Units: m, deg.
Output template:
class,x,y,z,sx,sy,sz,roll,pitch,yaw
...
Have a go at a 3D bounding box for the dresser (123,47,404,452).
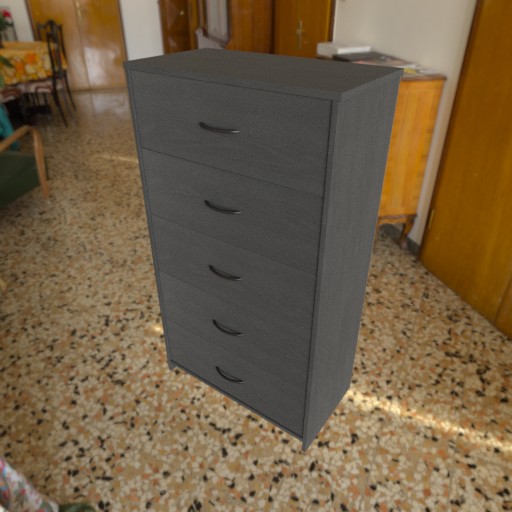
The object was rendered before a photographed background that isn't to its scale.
class,x,y,z,sx,sy,sz,roll,pitch,yaw
dresser,0.000,0.000,1.568,0.704,1.255,0.399,21,38,30
